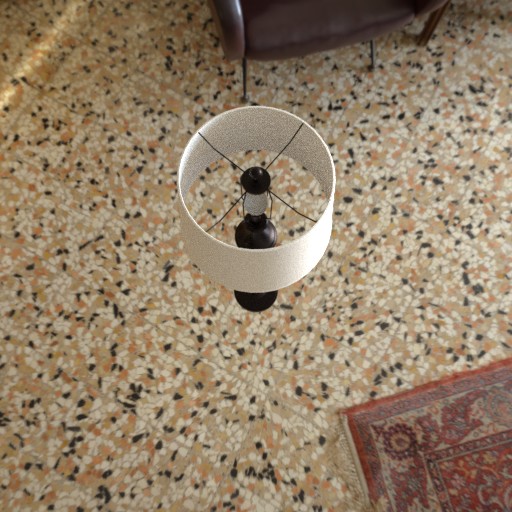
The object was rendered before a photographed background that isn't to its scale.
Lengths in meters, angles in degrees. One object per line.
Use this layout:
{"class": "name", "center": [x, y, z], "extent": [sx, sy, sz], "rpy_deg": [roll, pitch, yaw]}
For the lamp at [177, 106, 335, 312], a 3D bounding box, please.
{"class": "lamp", "center": [0.000, 0.000, 1.679], "extent": [0.431, 1.484, 0.431], "rpy_deg": [0, 76, 0]}
